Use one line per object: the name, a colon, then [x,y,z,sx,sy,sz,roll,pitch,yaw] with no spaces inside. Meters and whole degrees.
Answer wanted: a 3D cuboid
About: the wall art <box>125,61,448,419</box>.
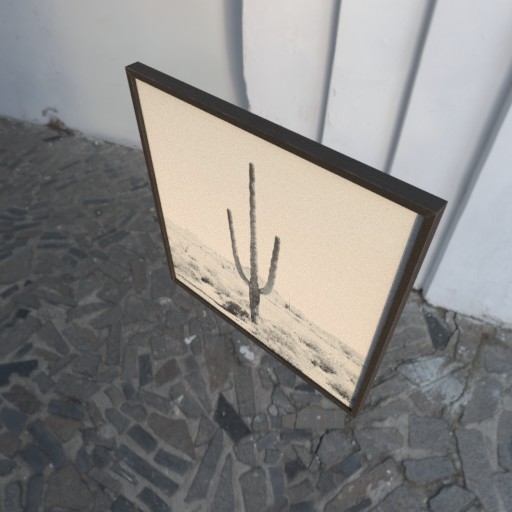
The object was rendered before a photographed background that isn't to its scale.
wall art: [0.000,0.000,1.131,0.762,0.762,0.038,33,55,26]
